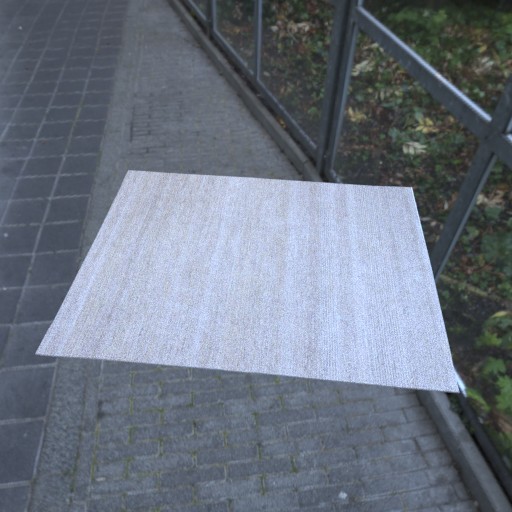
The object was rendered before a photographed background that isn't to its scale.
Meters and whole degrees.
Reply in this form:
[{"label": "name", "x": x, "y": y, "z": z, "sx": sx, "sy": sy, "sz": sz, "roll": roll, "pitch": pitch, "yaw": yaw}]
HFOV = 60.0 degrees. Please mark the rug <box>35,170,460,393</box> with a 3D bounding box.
[{"label": "rug", "x": 0.000, "y": 0.000, "z": 4.183, "sx": 3.245, "sy": 0.046, "sz": 2.467, "roll": 4, "pitch": 46, "yaw": 4}]
